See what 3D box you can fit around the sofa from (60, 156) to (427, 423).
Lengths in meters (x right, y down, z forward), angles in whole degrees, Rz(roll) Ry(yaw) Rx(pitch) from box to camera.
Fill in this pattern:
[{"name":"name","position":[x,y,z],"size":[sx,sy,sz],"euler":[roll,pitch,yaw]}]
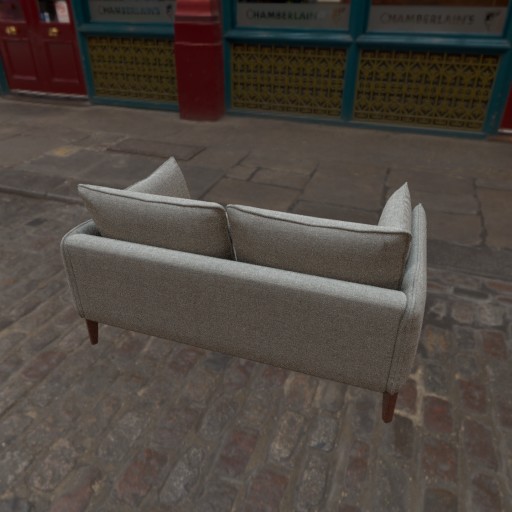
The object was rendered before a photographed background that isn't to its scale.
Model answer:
[{"name":"sofa","position":[0.000,0.000,2.199],"size":[1.580,0.851,0.972],"euler":[10,31,17]}]
